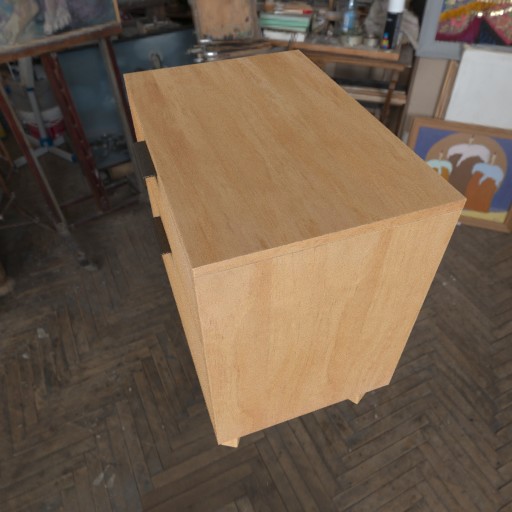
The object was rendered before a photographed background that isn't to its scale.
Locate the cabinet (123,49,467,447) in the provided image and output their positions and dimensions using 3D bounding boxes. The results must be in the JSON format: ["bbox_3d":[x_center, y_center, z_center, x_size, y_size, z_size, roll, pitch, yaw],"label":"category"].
[{"bbox_3d":[0.000,0.000,0.932,0.394,0.599,0.551,-14,47,-14],"label":"cabinet"}]
